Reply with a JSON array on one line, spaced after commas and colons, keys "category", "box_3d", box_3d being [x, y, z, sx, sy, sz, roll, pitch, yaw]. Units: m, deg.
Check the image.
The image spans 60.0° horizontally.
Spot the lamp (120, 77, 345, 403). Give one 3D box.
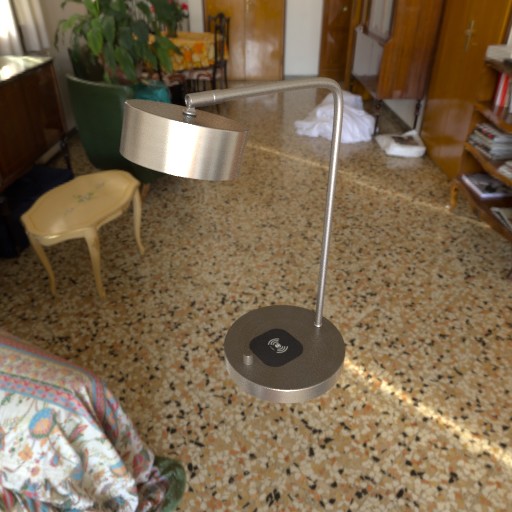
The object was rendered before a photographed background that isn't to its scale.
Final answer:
[{"category": "lamp", "box_3d": [0.000, 0.000, 0.635, 0.334, 0.469, 0.211, -21, 38, -30]}]
